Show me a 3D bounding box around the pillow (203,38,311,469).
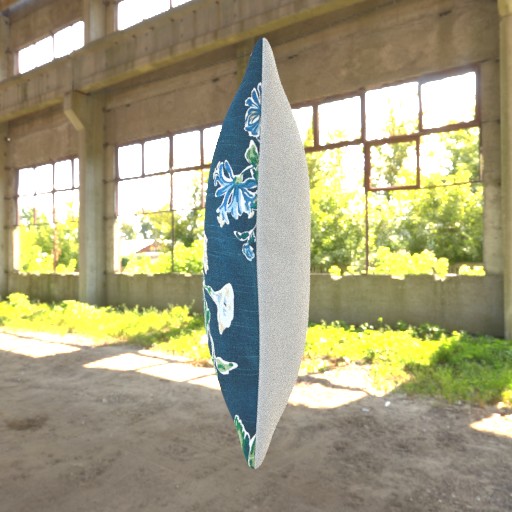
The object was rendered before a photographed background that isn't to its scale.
[{"bbox_3d":[0.000,0.000,0.779,0.166,0.508,0.525,0,-1,-1],"label":"pillow"}]
